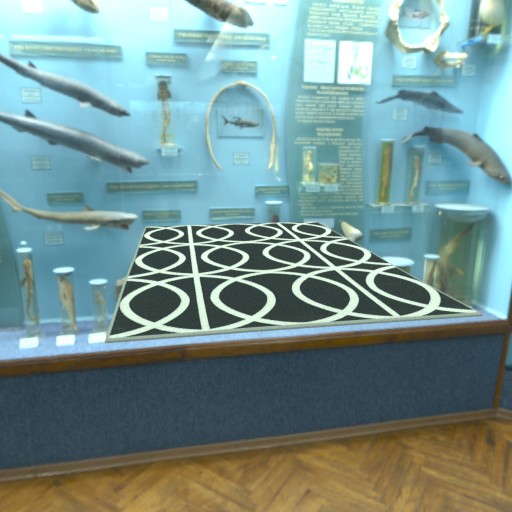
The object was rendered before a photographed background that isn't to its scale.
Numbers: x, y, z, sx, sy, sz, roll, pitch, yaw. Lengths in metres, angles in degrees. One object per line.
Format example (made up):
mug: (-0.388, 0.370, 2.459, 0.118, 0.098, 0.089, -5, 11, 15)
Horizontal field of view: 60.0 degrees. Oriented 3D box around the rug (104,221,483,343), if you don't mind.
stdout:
rug: (0.000, 0.000, 2.809, 1.526, 0.014, 2.290, -2, 14, -10)
